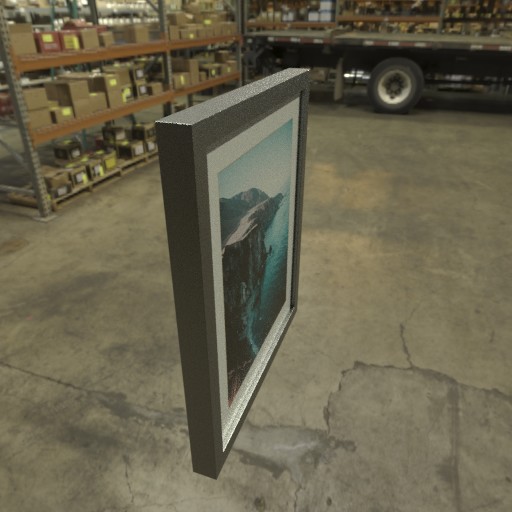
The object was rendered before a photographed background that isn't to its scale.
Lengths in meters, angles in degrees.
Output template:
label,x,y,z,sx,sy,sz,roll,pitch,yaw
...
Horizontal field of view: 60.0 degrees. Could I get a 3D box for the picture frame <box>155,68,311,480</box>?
label,x,y,z,sx,sy,sz,roll,pitch,yaw
picture frame,0.000,0.000,1.345,0.073,0.968,0.839,10,31,17
